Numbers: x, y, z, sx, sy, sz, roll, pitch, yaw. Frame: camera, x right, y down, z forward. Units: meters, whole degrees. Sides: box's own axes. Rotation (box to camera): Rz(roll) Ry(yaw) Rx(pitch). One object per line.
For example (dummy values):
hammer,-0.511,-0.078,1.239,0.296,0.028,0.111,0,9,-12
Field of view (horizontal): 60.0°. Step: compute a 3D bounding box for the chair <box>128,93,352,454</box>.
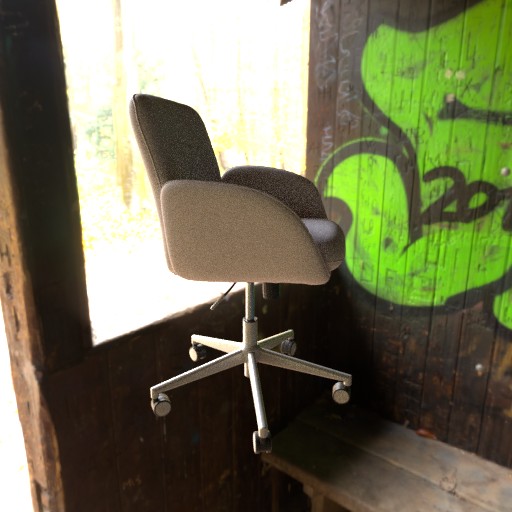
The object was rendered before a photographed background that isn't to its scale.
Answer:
chair,0.000,0.000,1.398,0.633,0.959,0.648,3,15,11
